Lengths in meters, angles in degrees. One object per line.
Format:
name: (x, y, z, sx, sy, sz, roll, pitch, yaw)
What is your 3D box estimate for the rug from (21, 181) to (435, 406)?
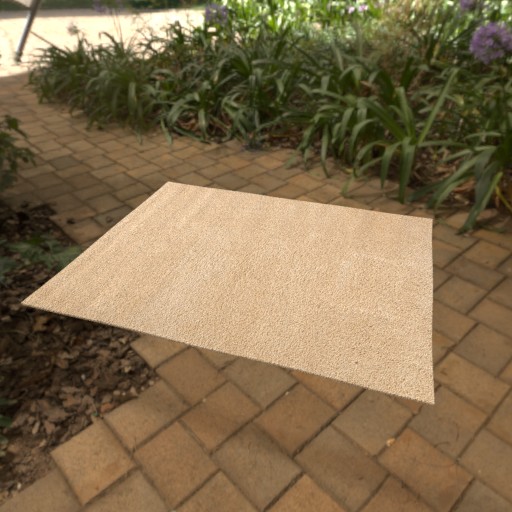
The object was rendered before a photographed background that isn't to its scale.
rug: (0.000, 0.000, 3.957, 3.000, 0.025, 2.400, 10, 35, 15)
